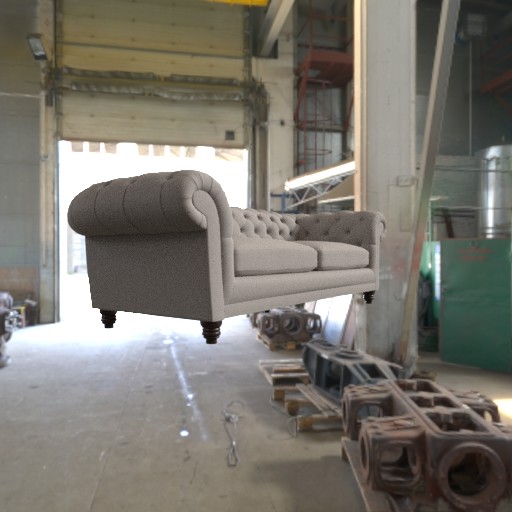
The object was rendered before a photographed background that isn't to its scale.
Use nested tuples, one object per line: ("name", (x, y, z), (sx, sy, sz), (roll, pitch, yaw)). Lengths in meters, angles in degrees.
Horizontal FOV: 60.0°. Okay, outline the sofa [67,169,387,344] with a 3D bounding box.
("sofa", (0.000, 0.000, 2.923), (0.991, 0.749, 2.411), (0, 0, 35))
